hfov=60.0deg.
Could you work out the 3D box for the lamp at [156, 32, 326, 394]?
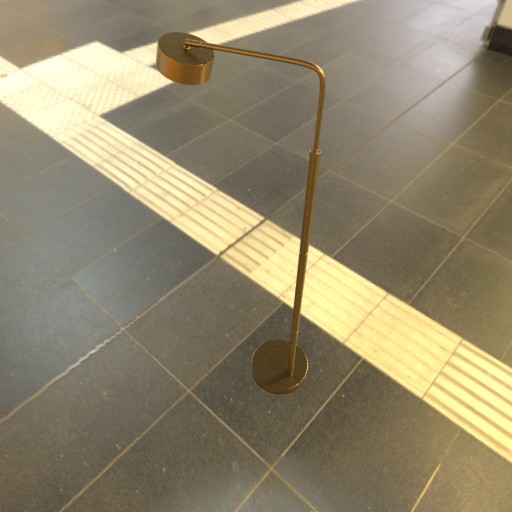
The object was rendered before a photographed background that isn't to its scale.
[{"bbox_3d":[0.000,0.000,1.324,0.418,1.230,0.219,17,50,15],"label":"lamp"}]
